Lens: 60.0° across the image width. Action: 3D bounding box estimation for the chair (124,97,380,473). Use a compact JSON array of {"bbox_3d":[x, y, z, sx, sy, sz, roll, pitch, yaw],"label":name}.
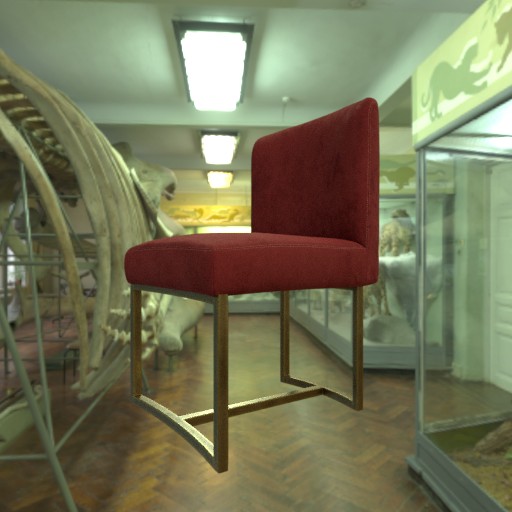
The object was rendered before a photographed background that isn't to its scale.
[{"bbox_3d":[0.000,0.000,1.188,0.560,0.824,0.530,0,0,-35],"label":"chair"}]
